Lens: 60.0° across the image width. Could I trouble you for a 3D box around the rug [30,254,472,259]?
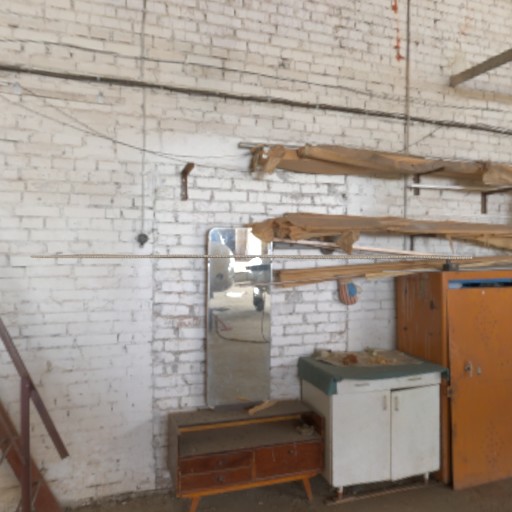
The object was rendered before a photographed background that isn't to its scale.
[{"bbox_3d":[0.000,0.000,1.071,0.869,0.008,0.511,0,0,16],"label":"rug"}]
